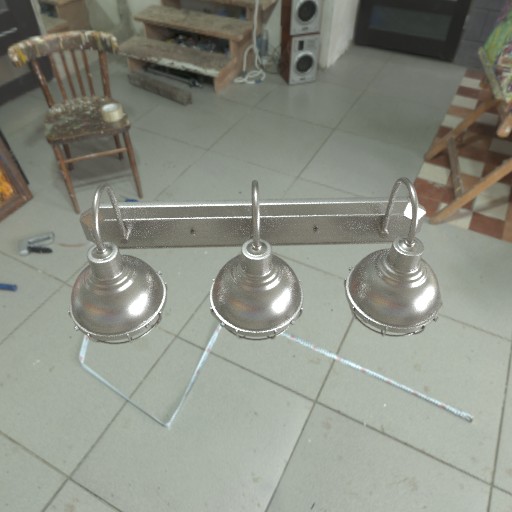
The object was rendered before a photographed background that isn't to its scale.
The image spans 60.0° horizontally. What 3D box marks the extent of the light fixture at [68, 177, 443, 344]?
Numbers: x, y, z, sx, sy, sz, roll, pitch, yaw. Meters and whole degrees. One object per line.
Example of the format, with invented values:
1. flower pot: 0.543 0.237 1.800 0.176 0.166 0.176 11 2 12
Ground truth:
1. light fixture: 0.000 0.000 0.742 0.634 0.254 0.229 -1 46 -1
